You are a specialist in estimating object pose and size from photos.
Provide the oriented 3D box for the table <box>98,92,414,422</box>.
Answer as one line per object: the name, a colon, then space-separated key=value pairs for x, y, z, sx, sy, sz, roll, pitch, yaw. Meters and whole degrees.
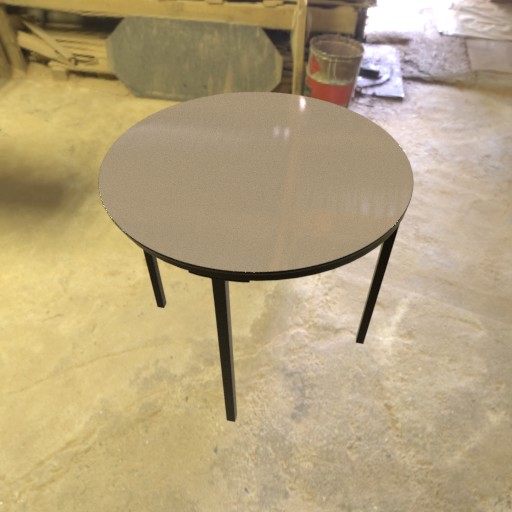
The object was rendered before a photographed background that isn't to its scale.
table: x=0.000 y=0.000 z=0.879 sx=0.499 sy=0.443 sz=0.499 roll=0 pitch=45 yaw=0
